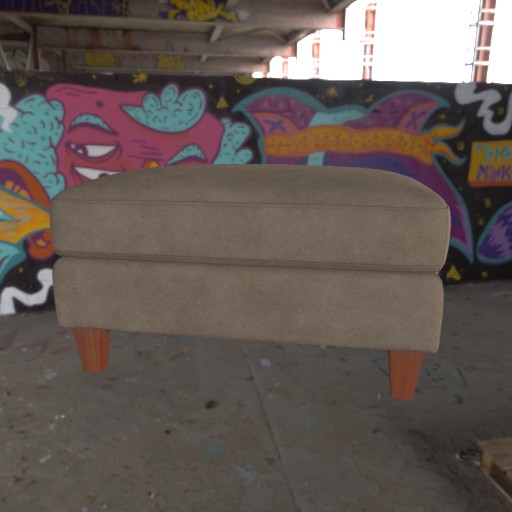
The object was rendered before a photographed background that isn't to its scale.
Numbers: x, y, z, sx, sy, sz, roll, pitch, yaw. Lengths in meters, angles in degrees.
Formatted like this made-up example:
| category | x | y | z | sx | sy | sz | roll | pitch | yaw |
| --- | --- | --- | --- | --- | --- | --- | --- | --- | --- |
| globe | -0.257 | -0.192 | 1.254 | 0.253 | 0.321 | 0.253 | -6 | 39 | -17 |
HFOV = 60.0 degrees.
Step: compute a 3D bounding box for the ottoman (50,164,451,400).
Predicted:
| category | x | y | z | sx | sy | sz | roll | pitch | yaw |
| --- | --- | --- | --- | --- | --- | --- | --- | --- | --- |
| ottoman | 0.000 | 0.000 | 1.202 | 0.864 | 0.483 | 0.584 | 2 | 15 | 9 |
